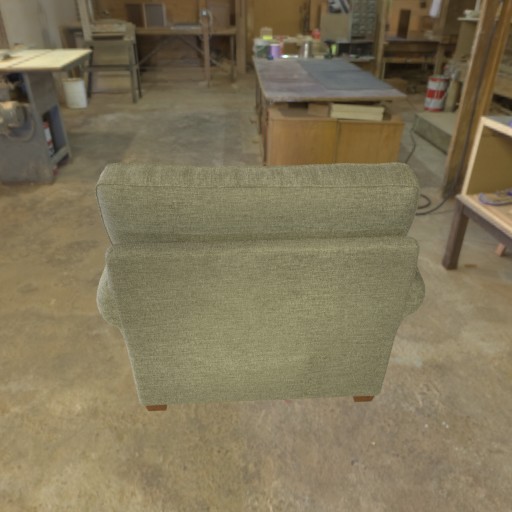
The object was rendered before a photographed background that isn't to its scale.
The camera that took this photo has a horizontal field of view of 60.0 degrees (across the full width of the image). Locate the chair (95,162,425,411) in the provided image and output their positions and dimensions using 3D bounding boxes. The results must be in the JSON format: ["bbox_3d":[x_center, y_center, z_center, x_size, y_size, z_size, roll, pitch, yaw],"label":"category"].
[{"bbox_3d":[0.000,0.000,1.832,1.092,0.961,0.965,-2,30,-3],"label":"chair"}]
